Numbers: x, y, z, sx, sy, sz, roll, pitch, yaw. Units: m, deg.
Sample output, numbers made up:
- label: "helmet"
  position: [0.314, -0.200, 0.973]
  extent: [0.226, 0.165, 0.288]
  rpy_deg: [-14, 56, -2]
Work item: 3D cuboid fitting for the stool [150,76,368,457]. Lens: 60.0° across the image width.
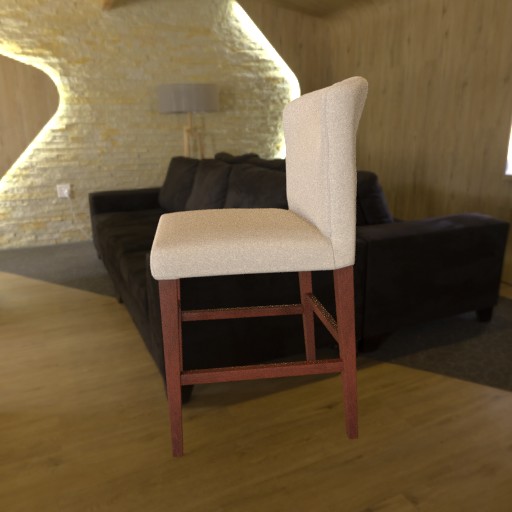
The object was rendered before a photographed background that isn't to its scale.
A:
- label: "stool"
  position: [0.000, 0.000, 1.291]
  extent: [0.568, 0.968, 0.479]
  rpy_deg: [-2, 15, -9]
